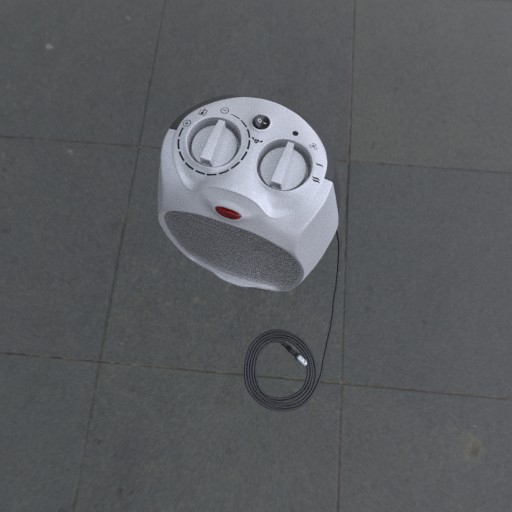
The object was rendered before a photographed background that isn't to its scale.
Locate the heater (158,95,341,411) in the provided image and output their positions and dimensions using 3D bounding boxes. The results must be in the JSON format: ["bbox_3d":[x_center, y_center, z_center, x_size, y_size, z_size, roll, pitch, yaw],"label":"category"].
[{"bbox_3d":[0.000,0.000,0.470,0.239,0.255,0.291,19,75,5],"label":"heater"}]
